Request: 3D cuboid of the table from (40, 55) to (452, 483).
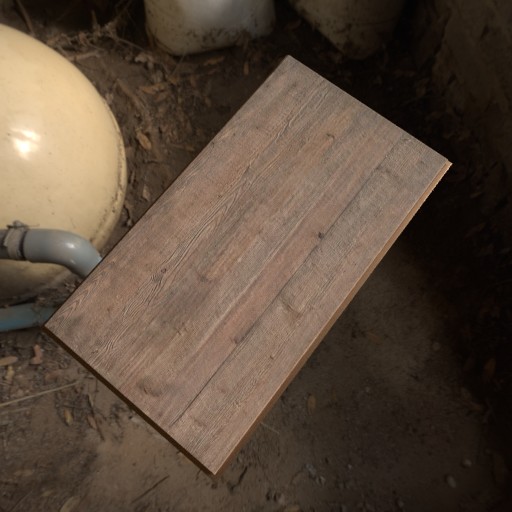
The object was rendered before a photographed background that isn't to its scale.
[{"bbox_3d":[0.000,0.000,1.770,0.775,0.468,1.387,37,78,9],"label":"table"}]
